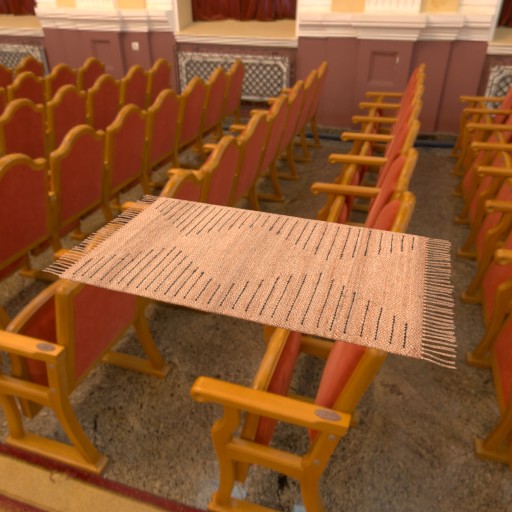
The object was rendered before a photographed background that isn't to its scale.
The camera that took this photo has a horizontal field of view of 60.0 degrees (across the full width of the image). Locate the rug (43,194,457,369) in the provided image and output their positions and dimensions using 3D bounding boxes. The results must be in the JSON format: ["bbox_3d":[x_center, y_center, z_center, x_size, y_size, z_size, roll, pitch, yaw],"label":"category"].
[{"bbox_3d":[0.000,0.000,2.050,1.718,0.017,0.905,10,33,16],"label":"rug"}]
